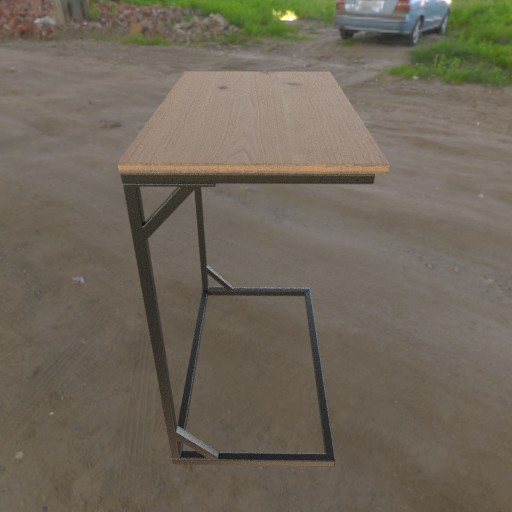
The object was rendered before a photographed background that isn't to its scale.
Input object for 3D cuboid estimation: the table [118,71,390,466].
[{"bbox_3d":[0.000,0.000,1.003,0.351,0.673,0.597,0,33,1],"label":"table"}]
